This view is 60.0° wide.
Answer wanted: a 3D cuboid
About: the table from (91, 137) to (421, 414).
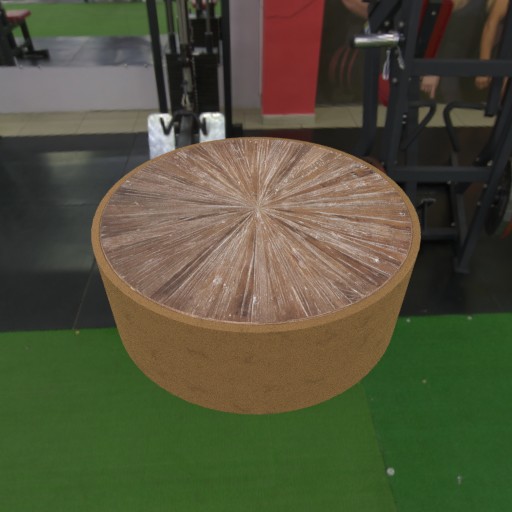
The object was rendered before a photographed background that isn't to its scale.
[{"bbox_3d":[0.000,0.000,1.528,1.001,0.409,1.001,0,41,0],"label":"table"}]
